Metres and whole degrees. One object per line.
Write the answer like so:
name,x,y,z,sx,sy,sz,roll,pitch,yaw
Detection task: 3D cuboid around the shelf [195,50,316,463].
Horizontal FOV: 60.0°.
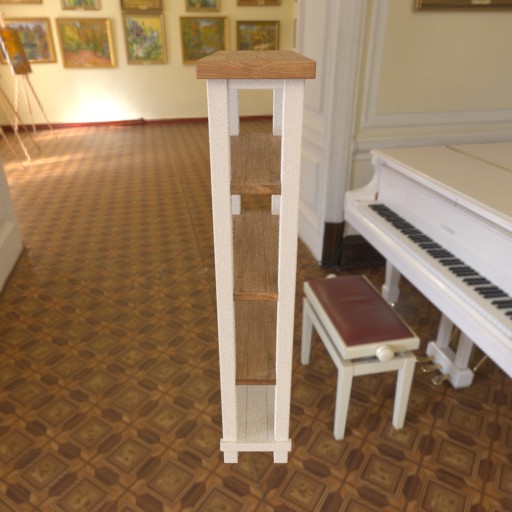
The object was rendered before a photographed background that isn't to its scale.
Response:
shelf,0.000,0.000,2.268,0.381,1.878,1.022,0,27,0
